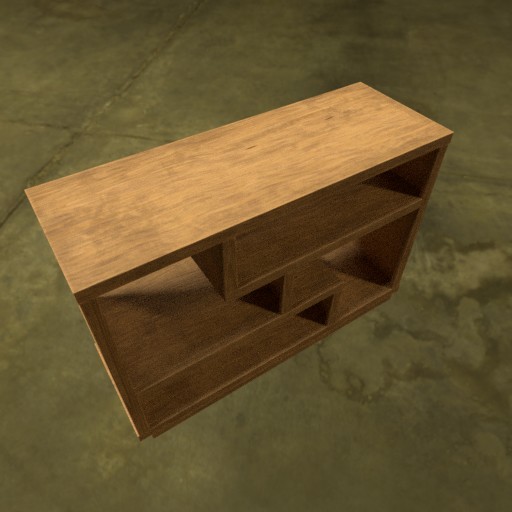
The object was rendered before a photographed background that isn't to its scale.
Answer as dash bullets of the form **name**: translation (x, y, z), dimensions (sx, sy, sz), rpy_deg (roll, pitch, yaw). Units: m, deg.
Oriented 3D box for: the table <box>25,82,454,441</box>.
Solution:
- **table**: translation (0.000, 0.000, 1.504), dimensions (1.151, 0.771, 0.410), rpy_deg (-25, 51, -22)
